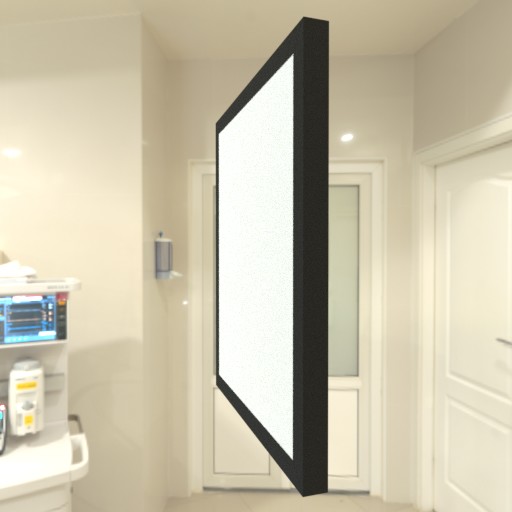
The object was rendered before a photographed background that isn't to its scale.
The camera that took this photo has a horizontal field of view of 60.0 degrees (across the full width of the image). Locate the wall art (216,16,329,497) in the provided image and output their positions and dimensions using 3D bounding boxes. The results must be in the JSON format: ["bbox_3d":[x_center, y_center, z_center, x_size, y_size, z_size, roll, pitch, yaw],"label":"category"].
[{"bbox_3d":[0.000,0.000,0.532,0.024,0.404,0.329,0,1,-18],"label":"wall art"}]
